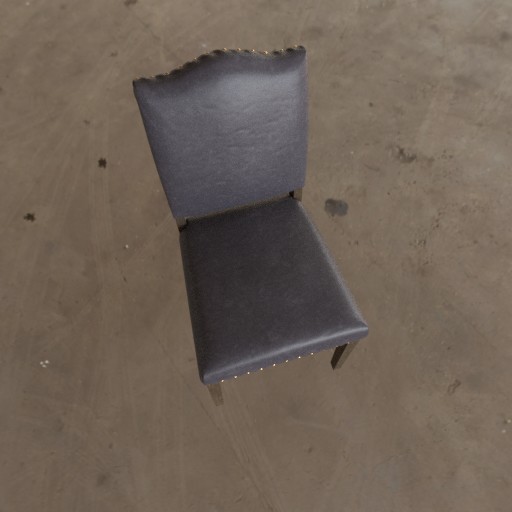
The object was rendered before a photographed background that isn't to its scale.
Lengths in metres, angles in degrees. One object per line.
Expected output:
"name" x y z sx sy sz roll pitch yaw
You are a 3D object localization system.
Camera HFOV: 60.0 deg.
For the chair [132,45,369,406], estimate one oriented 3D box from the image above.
"chair" 0.000 0.000 1.339 0.500 0.991 0.633 -15 64 -8
